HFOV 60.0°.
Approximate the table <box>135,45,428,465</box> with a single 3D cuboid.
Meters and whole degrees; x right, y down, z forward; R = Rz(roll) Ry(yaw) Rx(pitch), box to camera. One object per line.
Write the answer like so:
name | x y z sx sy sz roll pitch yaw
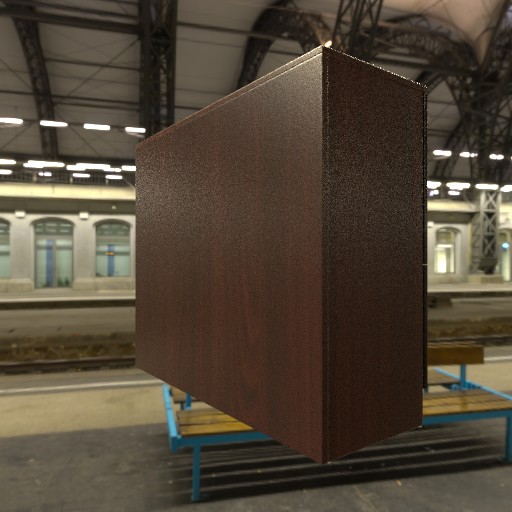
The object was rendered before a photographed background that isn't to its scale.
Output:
table | 0.000 0.000 1.317 0.380 0.790 0.930 0 0 -37
